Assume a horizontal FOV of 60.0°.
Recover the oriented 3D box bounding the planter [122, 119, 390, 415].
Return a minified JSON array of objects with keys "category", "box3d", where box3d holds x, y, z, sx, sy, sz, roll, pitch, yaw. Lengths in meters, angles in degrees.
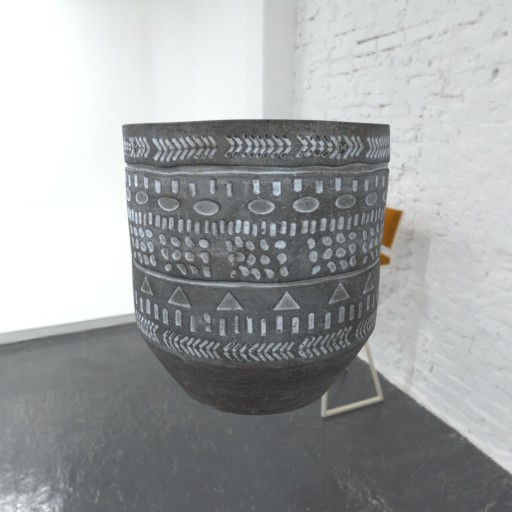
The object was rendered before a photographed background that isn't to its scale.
[{"category":"planter","box3d":[0.000,0.000,0.261,0.142,0.149,0.142,0,15,0]}]
